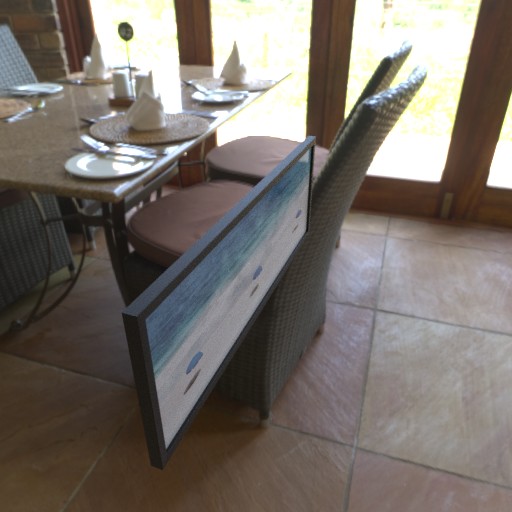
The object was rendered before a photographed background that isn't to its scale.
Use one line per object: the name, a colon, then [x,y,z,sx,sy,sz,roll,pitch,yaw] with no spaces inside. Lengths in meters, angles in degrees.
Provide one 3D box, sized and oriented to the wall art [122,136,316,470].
wall art: [0.000,0.000,1.766,0.041,0.554,1.572,11,32,18]
